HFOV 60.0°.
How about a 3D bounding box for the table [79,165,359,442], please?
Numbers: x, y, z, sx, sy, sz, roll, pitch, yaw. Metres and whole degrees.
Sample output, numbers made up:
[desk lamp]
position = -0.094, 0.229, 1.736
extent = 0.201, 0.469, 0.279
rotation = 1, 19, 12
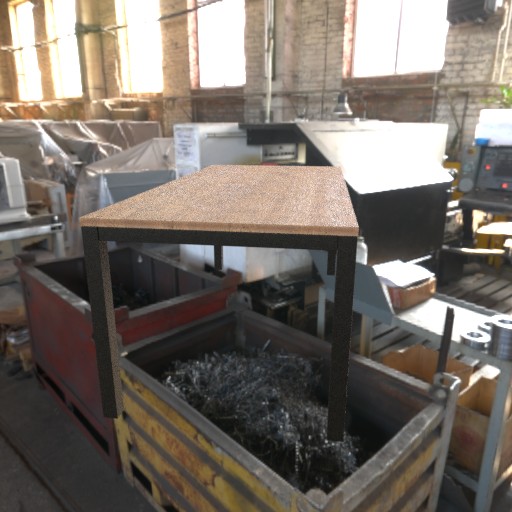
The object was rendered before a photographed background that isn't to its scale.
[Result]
[table]
position = 0.000, 0.000, 2.345
extent = 0.893, 0.767, 1.805
rotation = 3, 17, 8
